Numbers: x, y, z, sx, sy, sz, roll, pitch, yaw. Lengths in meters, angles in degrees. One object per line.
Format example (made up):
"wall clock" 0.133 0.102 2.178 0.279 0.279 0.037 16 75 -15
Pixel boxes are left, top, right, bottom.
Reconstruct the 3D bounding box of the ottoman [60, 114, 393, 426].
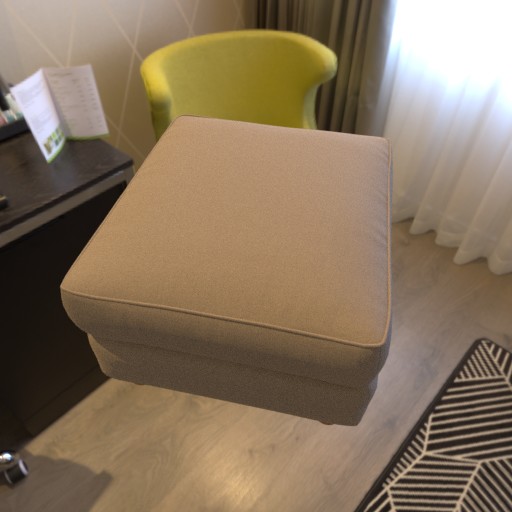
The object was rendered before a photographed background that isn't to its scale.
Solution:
"ottoman" 0.000 0.000 1.163 0.662 0.505 0.721 9 47 9
